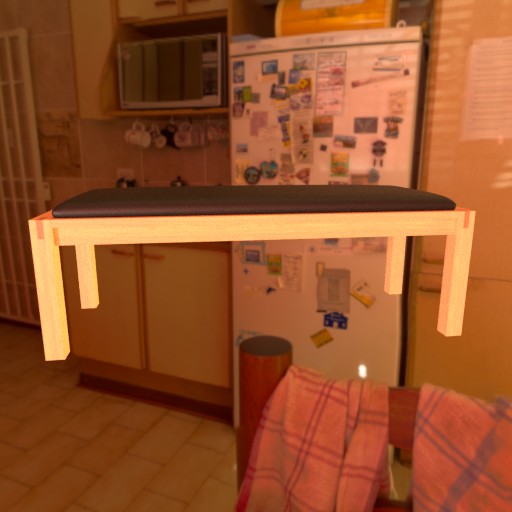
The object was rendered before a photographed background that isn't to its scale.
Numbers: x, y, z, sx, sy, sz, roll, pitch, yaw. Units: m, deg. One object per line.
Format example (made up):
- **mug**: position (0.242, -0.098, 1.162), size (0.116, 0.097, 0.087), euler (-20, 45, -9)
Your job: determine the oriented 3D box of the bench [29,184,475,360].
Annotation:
- **bench**: position (0.000, 0.000, 1.435), size (1.202, 0.430, 0.450), euler (-2, 14, -8)
